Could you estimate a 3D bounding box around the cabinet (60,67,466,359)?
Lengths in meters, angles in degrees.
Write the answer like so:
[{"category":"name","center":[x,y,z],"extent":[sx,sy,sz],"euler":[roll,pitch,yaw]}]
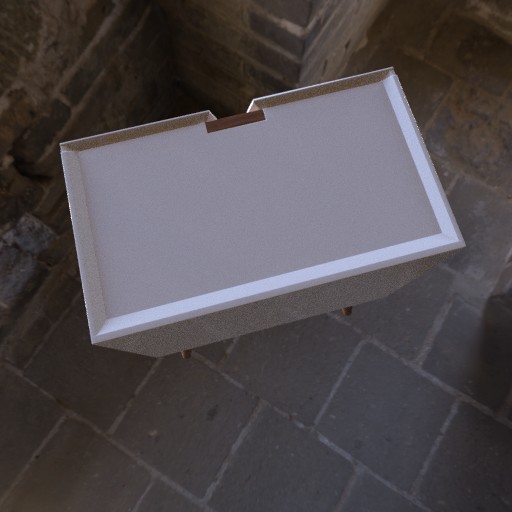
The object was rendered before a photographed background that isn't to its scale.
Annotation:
[{"category":"cabinet","center":[0.000,0.000,1.088],"extent":[0.591,0.772,0.344],"euler":[-14,75,-4]}]
